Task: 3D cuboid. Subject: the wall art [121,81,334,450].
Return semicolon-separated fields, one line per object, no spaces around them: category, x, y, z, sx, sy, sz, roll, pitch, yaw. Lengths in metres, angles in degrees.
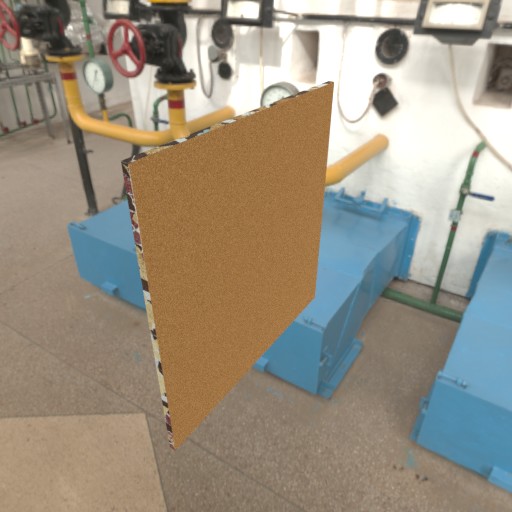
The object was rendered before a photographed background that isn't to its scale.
wall art;0.000;0.000;0.631;0.010;0.406;0.404;20;38;28
